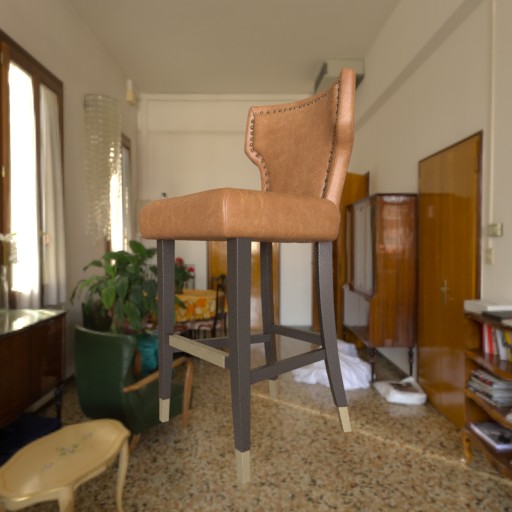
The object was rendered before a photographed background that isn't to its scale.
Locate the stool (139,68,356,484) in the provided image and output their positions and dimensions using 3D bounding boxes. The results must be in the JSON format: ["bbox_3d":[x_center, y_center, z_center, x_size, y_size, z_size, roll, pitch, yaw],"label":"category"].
[{"bbox_3d":[0.000,0.000,1.383,0.563,1.092,0.526,-1,2,-36],"label":"stool"}]
